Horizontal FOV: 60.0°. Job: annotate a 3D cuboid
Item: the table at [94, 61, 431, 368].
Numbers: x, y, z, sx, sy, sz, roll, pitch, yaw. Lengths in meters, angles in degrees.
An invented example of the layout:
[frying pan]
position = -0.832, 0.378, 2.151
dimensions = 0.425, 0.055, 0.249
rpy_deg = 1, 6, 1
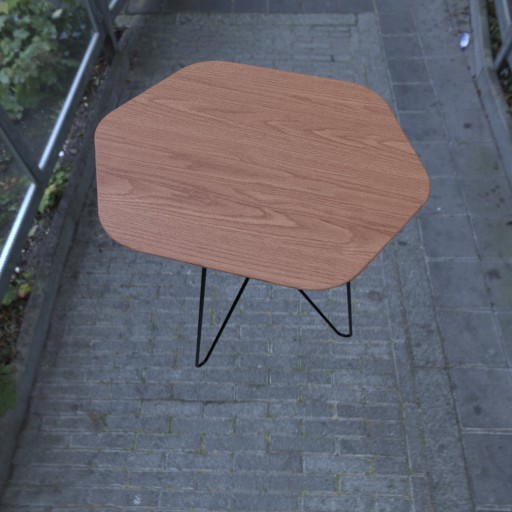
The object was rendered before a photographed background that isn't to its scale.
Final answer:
[table]
position = 0.000, 0.000, 0.884
dimensions = 0.500, 0.562, 0.400
rpy_deg = 13, 59, 8
